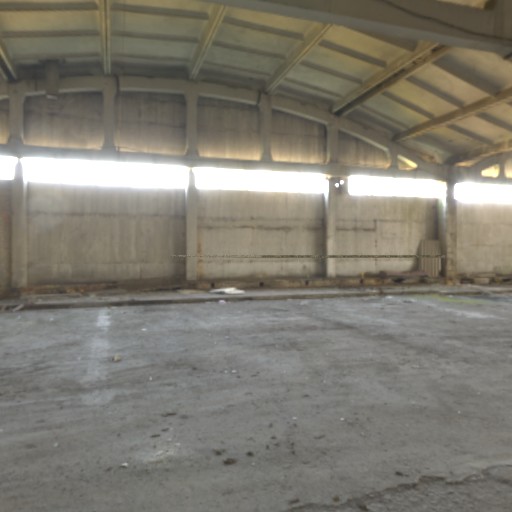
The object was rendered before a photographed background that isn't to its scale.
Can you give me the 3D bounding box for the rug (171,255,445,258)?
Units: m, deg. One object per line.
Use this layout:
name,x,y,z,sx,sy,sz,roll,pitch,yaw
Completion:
rug,0.000,0.000,2.756,0.750,0.009,2.435,0,0,-18
